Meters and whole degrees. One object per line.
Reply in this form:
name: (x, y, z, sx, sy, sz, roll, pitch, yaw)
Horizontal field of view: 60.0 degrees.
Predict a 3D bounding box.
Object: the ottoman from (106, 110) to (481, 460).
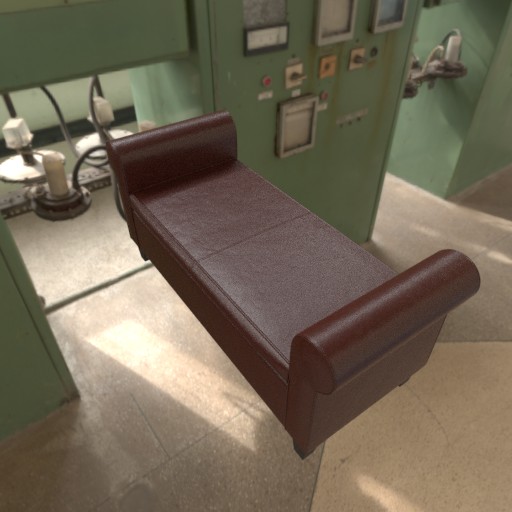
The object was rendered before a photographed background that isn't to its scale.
ottoman: (0.000, 0.000, 1.536, 0.521, 0.547, 1.256, -25, 46, -26)
